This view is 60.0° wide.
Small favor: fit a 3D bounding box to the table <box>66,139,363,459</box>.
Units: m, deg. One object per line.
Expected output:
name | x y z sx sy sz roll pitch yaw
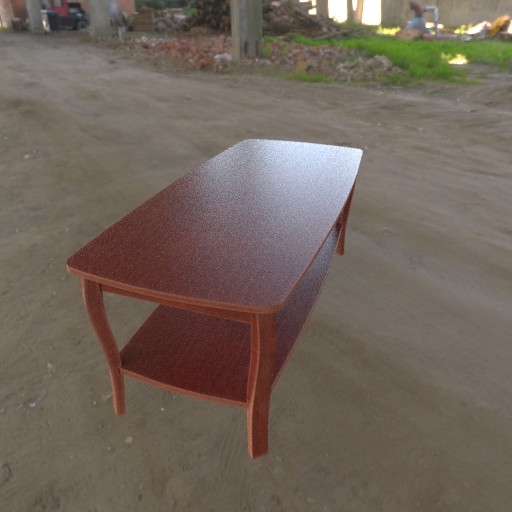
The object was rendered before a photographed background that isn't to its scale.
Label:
table | 0.000 0.000 1.506 0.561 0.473 1.216 10 30 17
